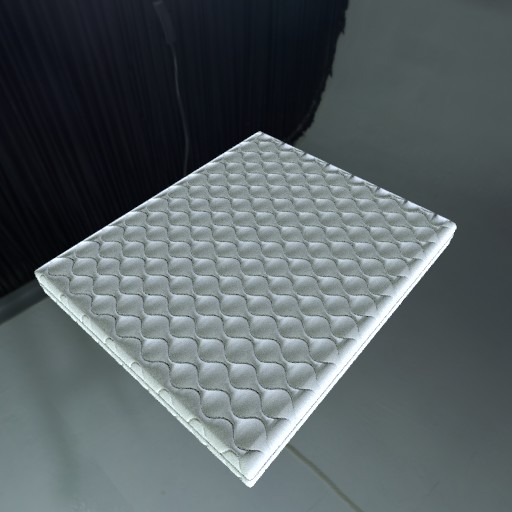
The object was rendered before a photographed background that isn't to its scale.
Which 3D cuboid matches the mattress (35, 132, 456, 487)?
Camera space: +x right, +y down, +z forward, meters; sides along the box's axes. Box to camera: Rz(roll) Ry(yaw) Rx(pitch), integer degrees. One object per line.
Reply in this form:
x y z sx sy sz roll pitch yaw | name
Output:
0.000 0.000 2.611 1.600 0.200 1.900 33 55 27 | mattress
